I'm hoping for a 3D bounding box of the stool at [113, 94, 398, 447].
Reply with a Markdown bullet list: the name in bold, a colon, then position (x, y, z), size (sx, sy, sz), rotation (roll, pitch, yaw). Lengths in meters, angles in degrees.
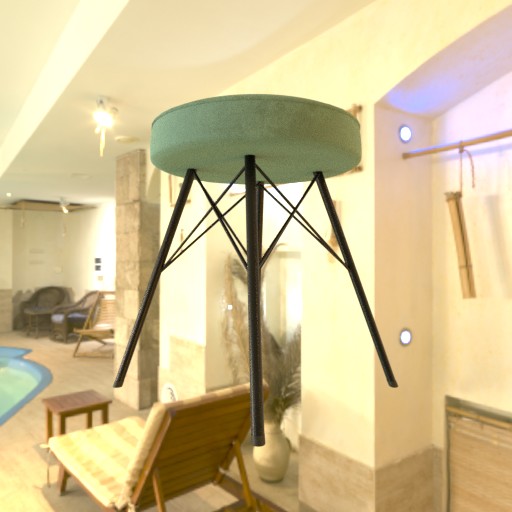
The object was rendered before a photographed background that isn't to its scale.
- **stool**: position (0.000, 0.000, 0.878), size (0.457, 0.519, 0.458), rotation (0, -1, -37)
